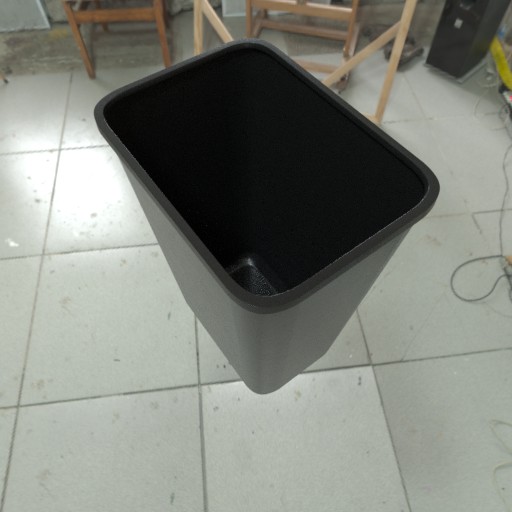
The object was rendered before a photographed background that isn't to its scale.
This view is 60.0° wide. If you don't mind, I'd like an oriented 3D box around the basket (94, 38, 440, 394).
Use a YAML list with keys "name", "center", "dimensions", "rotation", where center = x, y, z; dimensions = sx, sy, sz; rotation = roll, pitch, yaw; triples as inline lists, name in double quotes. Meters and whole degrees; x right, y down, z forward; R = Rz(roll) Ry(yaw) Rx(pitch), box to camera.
- name: "basket"
  center: [0.000, 0.000, 0.766]
  dimensions: [0.287, 0.521, 0.394]
  rotation: [-32, 63, -18]
